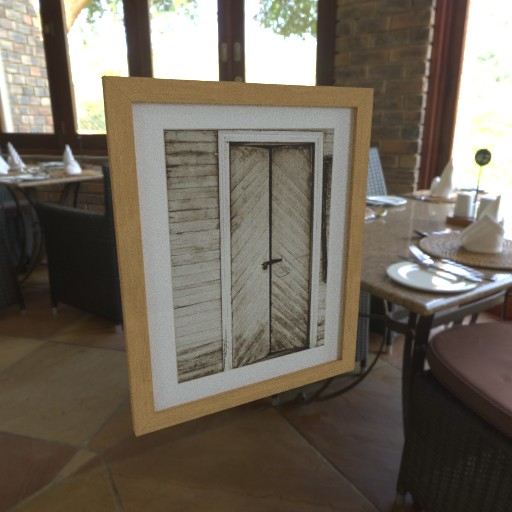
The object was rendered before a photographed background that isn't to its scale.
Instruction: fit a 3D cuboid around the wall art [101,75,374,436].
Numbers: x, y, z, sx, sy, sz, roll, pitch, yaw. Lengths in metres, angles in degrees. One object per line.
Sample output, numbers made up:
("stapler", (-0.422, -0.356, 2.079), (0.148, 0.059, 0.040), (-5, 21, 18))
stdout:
("wall art", (0.000, 0.000, 0.770), (0.460, 0.561, 0.020), (-8, 18, -26))
